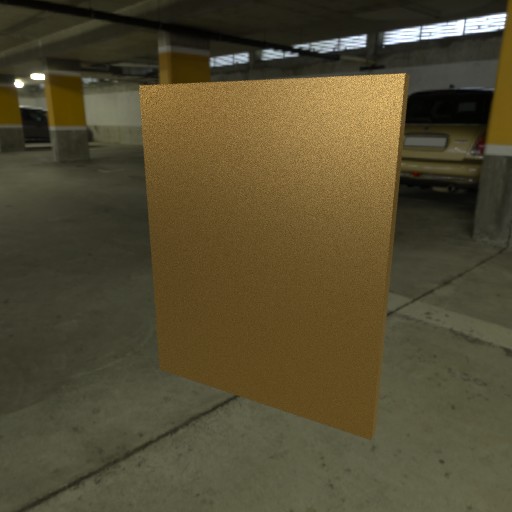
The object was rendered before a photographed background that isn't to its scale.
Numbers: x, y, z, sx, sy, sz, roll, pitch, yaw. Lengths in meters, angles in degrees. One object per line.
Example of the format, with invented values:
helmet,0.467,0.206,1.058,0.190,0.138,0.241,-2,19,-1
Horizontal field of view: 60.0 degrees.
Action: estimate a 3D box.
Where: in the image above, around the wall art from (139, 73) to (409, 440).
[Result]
wall art,0.000,0.000,1.034,0.610,0.762,0.038,9,19,27
